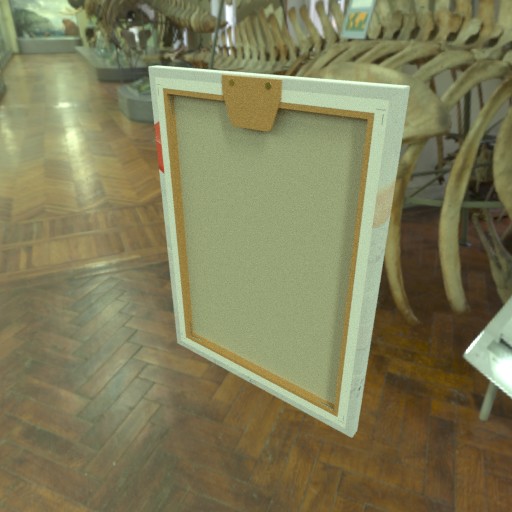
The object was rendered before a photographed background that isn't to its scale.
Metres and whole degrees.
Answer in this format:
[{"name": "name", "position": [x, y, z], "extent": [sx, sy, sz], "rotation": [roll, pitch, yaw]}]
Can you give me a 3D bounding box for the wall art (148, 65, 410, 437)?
[{"name": "wall art", "position": [0.000, 0.000, 1.332], "extent": [0.759, 1.014, 0.045], "rotation": [19, 34, 32]}]
